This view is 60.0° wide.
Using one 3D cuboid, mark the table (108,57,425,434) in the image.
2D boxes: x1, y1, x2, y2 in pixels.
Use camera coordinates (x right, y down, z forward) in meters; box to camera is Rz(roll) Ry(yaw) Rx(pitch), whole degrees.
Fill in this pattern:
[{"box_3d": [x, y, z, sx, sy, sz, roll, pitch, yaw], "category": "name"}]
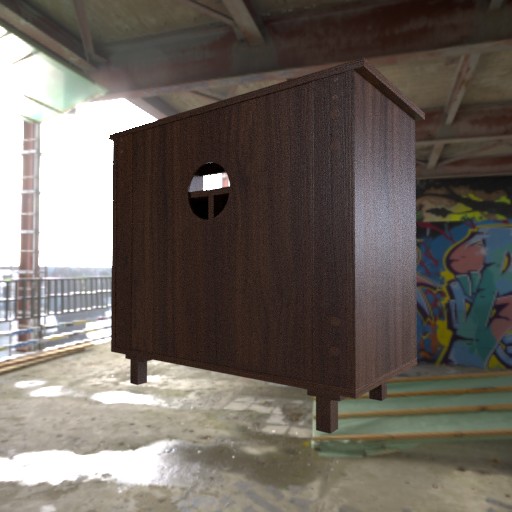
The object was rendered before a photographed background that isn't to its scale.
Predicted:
[{"box_3d": [0.000, 0.000, 1.219, 0.802, 0.725, 0.390, -1, -2, 37], "category": "table"}]
